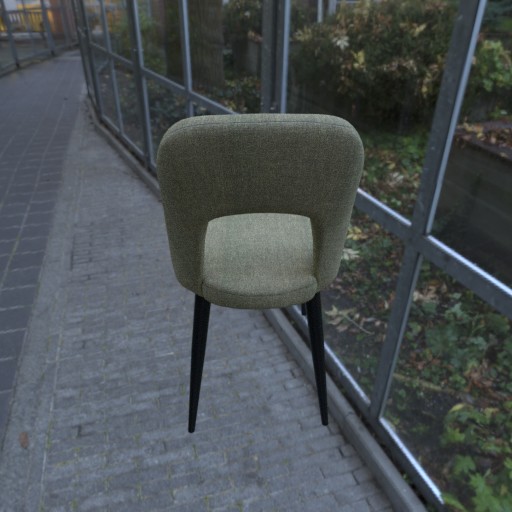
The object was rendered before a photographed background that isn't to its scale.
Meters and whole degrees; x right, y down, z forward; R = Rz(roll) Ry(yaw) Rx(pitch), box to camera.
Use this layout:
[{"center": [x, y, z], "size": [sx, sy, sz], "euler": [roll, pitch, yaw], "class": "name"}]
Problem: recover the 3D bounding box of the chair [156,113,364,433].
[{"center": [0.000, 0.000, 1.277], "size": [0.470, 0.931, 0.612], "euler": [-1, 31, -2], "class": "chair"}]
